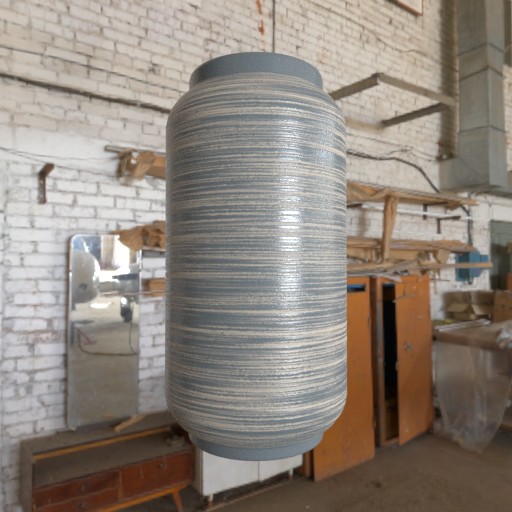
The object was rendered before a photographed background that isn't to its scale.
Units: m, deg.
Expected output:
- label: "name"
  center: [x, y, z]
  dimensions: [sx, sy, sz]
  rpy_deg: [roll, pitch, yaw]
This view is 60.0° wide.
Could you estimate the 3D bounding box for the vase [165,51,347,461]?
- label: "vase"
  center: [0.000, 0.000, 0.290]
  dimensions: [0.116, 0.230, 0.116]
  rpy_deg: [0, -1, 0]
